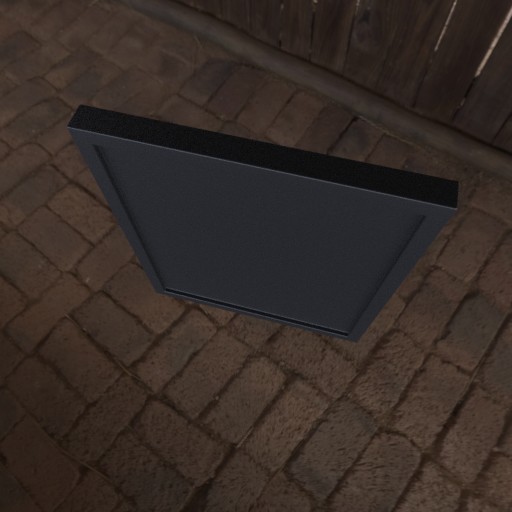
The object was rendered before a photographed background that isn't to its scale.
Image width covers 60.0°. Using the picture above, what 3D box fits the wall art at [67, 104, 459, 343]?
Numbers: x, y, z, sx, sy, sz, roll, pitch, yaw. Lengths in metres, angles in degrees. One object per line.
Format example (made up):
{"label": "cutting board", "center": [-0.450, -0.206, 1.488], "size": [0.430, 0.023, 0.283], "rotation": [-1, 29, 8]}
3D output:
{"label": "wall art", "center": [0.000, 0.000, 0.536], "size": [0.328, 0.381, 0.028], "rotation": [13, 64, 7]}
